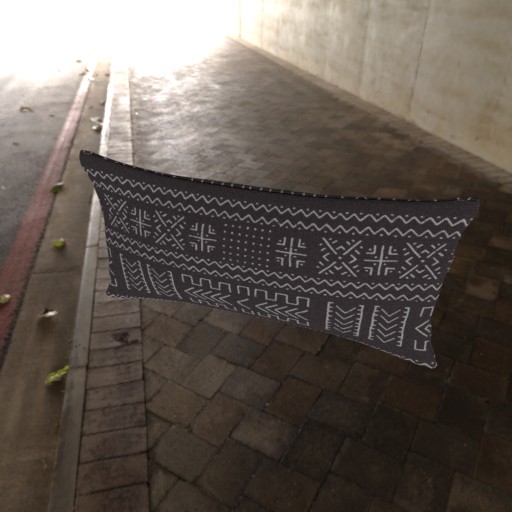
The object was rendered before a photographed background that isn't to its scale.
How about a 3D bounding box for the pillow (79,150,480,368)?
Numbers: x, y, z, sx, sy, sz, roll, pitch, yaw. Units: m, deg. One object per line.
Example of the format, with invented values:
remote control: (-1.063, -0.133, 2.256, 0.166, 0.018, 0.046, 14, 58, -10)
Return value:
pillow: (0.000, 0.000, 0.785, 0.667, 0.322, 0.135, 10, 33, 15)
